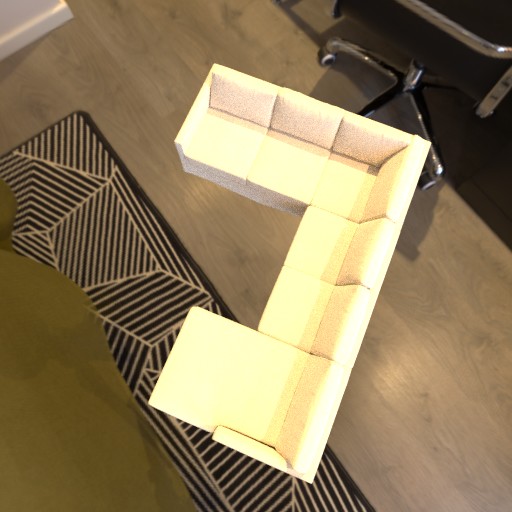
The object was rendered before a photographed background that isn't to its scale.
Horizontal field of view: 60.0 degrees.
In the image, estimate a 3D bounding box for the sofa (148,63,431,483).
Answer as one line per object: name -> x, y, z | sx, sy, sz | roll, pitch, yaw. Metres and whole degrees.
sofa -> 0.000, 0.000, 4.448 | 2.427, 0.882, 3.460 | 22, 77, 5
